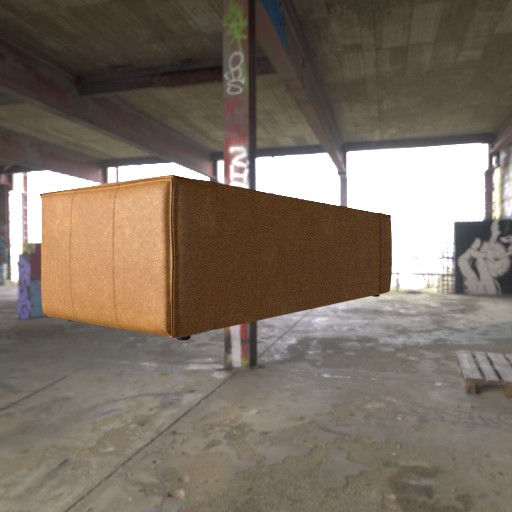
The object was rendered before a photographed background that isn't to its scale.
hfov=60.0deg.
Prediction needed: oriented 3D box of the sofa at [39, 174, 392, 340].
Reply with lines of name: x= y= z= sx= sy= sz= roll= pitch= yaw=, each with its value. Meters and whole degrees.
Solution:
sofa: x=0.000 y=0.000 z=3.091 sx=1.102 sy=0.701 sz=2.581 roll=1 pitch=1 yaw=36
